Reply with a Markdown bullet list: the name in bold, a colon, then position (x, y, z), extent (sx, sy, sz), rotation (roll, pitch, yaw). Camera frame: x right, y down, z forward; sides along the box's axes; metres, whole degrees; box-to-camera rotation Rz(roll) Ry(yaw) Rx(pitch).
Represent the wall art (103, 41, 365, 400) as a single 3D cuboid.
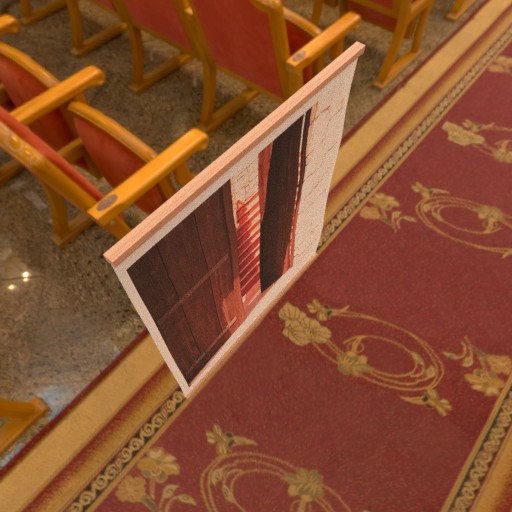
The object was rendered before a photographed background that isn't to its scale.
- **wall art**: position (0.000, 0.000, 0.688), extent (0.013, 0.508, 0.406), rotation (36, 65, 19)
